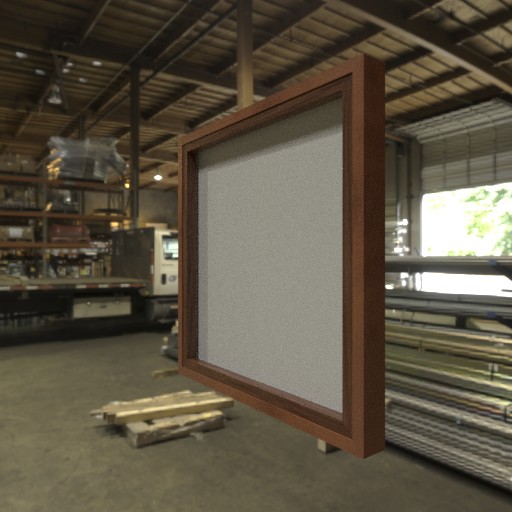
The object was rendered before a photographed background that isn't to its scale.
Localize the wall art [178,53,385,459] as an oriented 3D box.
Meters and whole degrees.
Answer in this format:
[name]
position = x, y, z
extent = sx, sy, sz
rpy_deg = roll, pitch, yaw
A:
[wall art]
position = 0.000, 0.000, 0.611
extent = 0.035, 0.403, 0.403
rpy_deg = 0, 0, -37
